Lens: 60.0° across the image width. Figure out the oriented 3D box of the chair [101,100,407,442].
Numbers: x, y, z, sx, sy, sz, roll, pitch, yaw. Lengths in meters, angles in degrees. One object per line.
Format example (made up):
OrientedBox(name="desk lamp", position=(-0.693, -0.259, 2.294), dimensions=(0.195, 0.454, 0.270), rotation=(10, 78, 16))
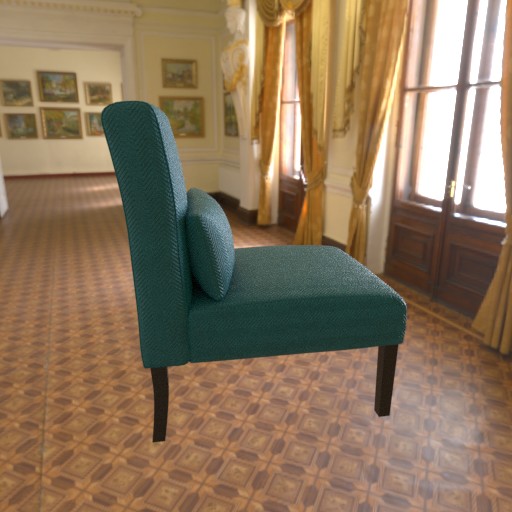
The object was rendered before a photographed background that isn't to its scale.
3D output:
OrientedBox(name="chair", position=(0.000, 0.000, 1.441), dimensions=(0.808, 0.927, 0.579), rotation=(-3, 17, -9))
